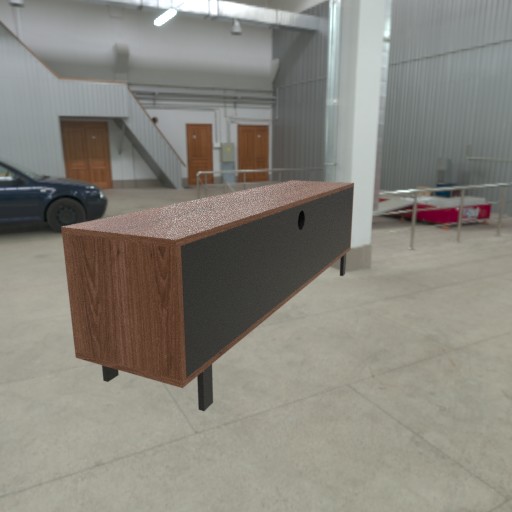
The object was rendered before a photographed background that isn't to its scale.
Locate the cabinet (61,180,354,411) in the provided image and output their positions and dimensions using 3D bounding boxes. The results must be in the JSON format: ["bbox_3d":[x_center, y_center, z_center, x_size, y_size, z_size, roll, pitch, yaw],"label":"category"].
[{"bbox_3d":[0.000,0.000,1.877,0.400,0.500,1.650,7,16,25],"label":"cabinet"}]
